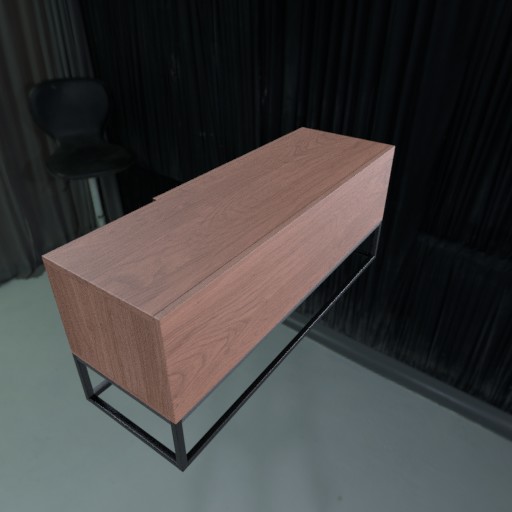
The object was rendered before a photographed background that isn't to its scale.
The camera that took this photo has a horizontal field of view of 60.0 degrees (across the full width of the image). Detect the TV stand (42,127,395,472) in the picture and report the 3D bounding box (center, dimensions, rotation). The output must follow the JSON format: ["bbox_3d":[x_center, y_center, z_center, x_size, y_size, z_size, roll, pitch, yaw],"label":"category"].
[{"bbox_3d":[0.000,0.000,1.475,0.415,0.500,1.200,21,38,29],"label":"TV stand"}]
